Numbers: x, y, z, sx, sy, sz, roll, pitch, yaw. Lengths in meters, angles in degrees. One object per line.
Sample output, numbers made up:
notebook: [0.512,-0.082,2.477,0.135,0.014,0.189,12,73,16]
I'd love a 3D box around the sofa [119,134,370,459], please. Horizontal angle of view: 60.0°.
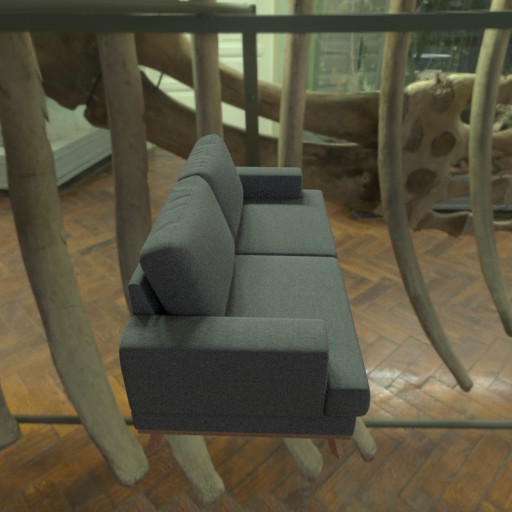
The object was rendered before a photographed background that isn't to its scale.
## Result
sofa: [0.000,0.000,2.075,0.785,0.810,1.650,1,31,2]
